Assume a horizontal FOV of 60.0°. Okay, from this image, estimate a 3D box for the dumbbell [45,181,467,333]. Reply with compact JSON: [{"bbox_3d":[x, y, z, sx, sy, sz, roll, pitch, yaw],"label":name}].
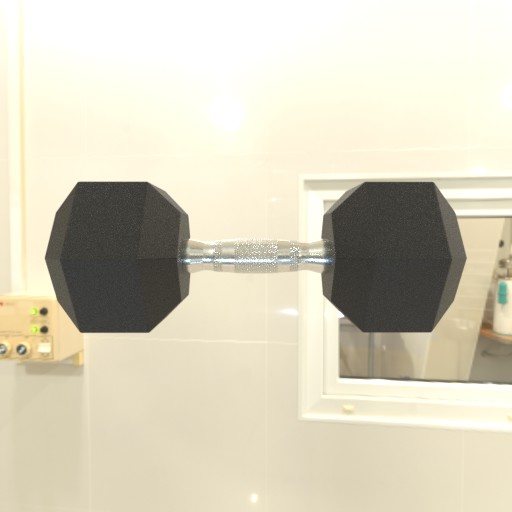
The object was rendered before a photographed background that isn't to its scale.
[{"bbox_3d":[0.000,0.000,0.396,0.337,0.123,0.142,0,2,0],"label":"dumbbell"}]
